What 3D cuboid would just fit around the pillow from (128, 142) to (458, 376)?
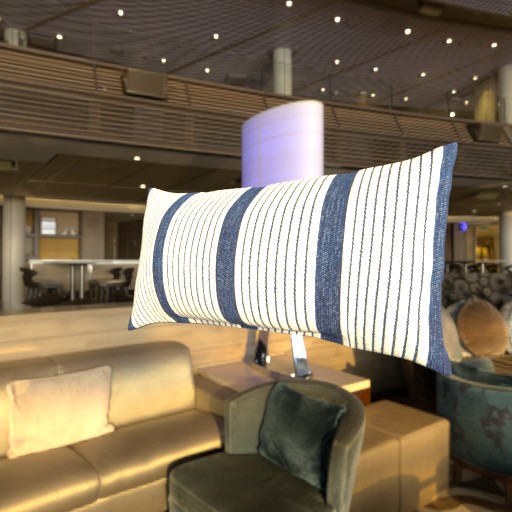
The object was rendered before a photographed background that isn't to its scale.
[{"bbox_3d":[0.000,0.000,0.721,0.608,0.292,0.156,-1,-1,37],"label":"pillow"}]
